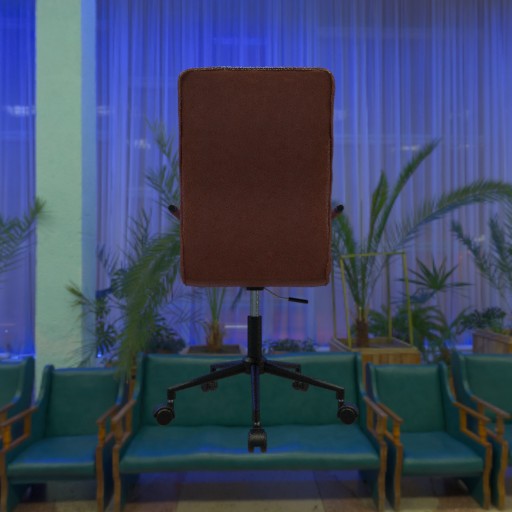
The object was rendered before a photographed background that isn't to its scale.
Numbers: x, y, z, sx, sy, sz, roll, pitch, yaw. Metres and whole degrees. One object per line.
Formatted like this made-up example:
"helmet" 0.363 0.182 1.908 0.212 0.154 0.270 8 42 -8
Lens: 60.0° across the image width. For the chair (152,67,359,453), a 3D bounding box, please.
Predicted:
"chair" 0.000 0.000 1.366 0.608 0.979 0.580 0 -1 0
